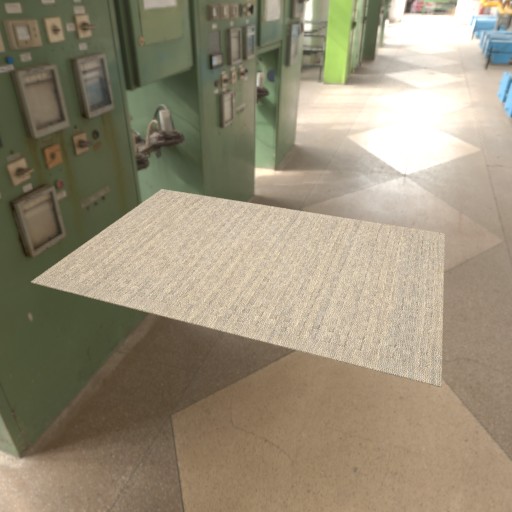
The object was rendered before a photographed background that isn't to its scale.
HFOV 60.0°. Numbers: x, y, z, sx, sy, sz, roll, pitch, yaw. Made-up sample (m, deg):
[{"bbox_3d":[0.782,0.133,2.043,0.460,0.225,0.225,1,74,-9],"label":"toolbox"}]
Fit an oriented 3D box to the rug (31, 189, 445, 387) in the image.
[{"bbox_3d":[0.000,0.000,2.203,1.752,0.006,1.142,11,33,17],"label":"rug"}]
